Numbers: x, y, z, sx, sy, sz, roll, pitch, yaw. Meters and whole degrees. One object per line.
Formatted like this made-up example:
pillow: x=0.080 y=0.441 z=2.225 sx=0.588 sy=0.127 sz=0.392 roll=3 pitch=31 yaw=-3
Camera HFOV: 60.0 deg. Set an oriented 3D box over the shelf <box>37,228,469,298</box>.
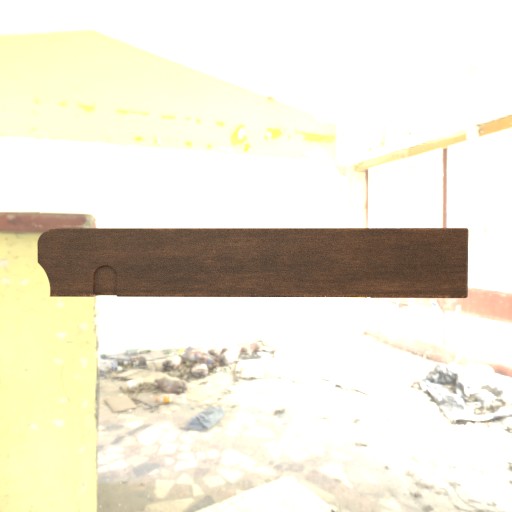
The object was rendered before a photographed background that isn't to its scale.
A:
shelf: x=0.000 y=0.000 z=0.471 sx=0.310 sy=0.050 sz=0.310 roll=0 pitch=2 yaw=2
